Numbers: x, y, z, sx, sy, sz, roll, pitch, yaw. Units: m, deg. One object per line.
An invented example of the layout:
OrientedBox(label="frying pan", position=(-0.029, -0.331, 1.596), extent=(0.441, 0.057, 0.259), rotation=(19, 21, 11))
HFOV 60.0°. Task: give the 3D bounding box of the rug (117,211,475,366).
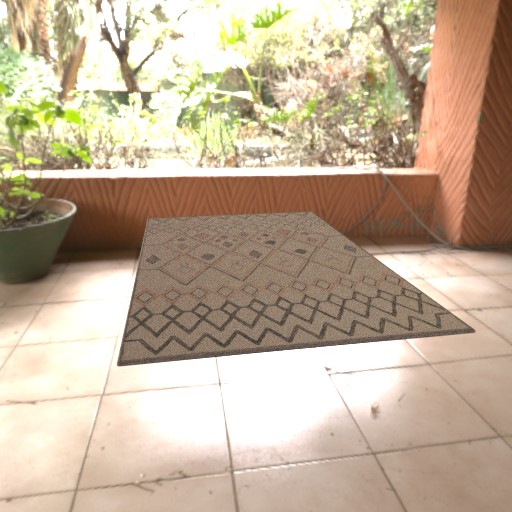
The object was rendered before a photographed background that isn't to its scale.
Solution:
OrientedBox(label="rug", position=(0.000, 0.000, 2.956), extent=(1.524, 0.015, 2.438), rotation=(-3, 19, -10))
